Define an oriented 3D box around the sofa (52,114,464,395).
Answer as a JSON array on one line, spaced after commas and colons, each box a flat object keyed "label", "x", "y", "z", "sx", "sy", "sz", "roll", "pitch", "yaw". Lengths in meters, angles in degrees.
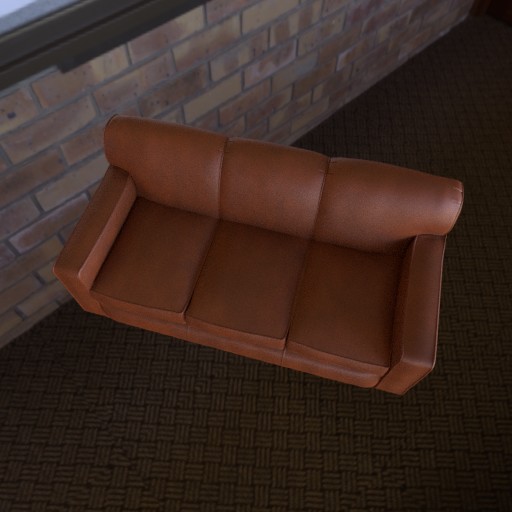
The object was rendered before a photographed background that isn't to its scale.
[{"label": "sofa", "x": 0.000, "y": 0.000, "z": 2.581, "sx": 2.039, "sy": 0.953, "sz": 1.008, "roll": 13, "pitch": 60, "yaw": 8}]
